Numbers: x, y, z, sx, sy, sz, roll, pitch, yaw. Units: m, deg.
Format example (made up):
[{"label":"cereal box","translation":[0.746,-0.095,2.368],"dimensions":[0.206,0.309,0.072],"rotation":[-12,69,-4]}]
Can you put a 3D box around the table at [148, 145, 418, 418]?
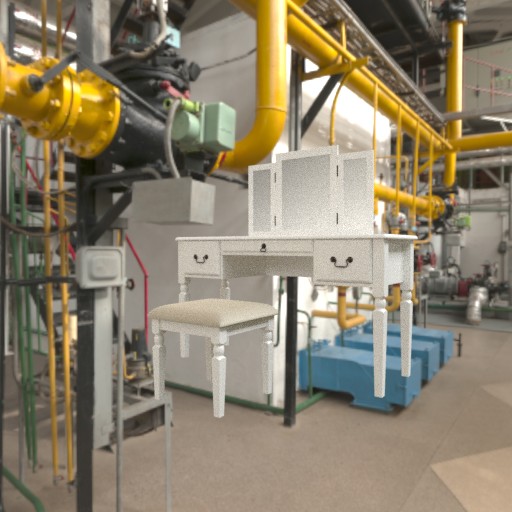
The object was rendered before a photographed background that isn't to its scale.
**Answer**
[{"label":"table","translation":[0.000,0.000,2.353],"dimensions":[1.369,1.310,1.115],"rotation":[1,2,36]}]
